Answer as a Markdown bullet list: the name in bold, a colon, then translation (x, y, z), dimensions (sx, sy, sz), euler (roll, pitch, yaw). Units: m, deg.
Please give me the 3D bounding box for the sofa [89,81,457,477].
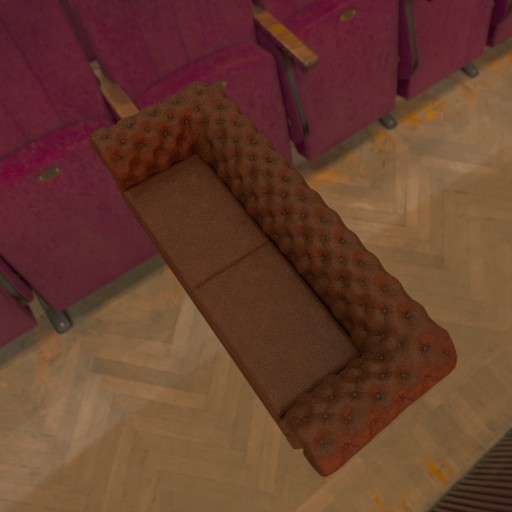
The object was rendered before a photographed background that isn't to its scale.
- **sofa**: translation (0.000, 0.000, 2.756), dimensions (0.944, 0.783, 2.385), euler (-33, 68, -15)
